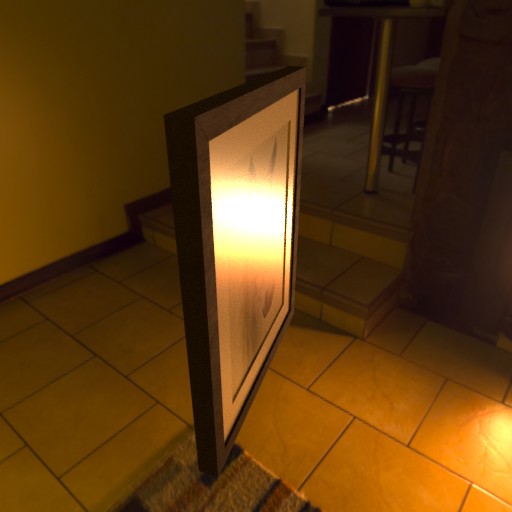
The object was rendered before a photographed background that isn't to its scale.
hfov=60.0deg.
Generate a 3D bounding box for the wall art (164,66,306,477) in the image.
[{"bbox_3d":[0.000,0.000,0.755,0.034,0.552,0.455,10,31,17],"label":"wall art"}]
